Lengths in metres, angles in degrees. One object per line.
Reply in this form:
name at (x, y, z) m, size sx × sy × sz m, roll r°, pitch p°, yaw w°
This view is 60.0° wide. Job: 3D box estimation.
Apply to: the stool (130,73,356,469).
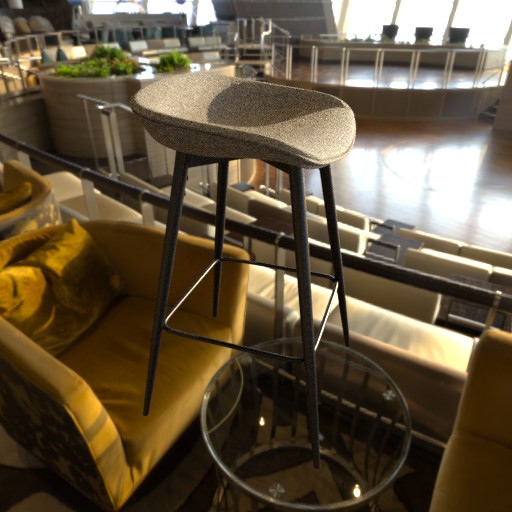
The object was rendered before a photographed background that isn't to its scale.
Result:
stool at (0.000, 0.000, 1.101) m, size 0.480 × 0.814 × 0.469 m, roll 10°, pitch 31°, yaw 17°
